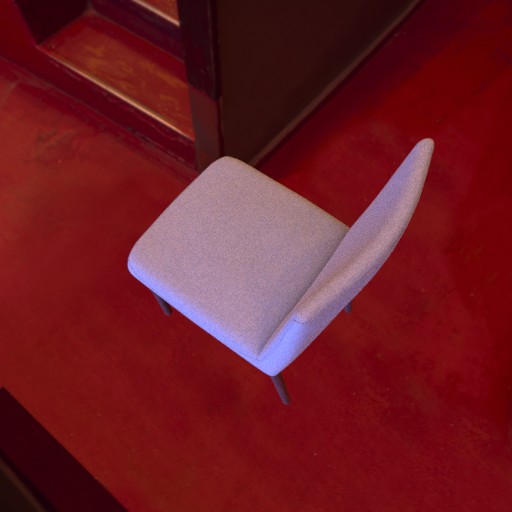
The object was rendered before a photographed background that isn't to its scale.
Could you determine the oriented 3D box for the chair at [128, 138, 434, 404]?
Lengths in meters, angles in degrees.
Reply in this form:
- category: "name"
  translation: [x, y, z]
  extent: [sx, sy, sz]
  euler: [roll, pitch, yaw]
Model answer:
- category: "chair"
  translation: [0.000, 0.000, 1.153]
  extent: [0.570, 0.859, 0.456]
  euler: [34, 69, 15]
